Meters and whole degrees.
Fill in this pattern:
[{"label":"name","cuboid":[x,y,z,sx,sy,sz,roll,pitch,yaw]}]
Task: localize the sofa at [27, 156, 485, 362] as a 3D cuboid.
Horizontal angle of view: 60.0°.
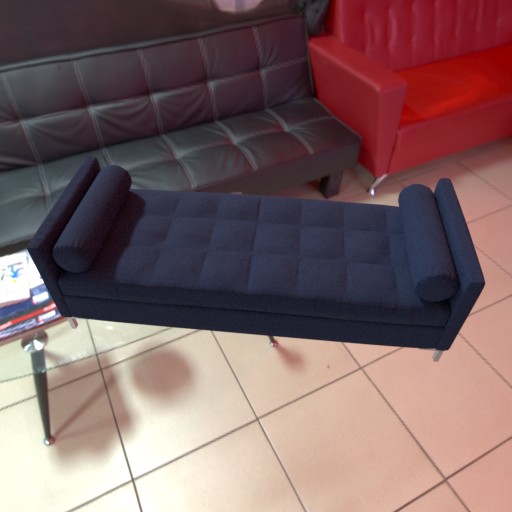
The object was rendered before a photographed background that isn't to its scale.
[{"label":"sofa","cuboid":[0.000,0.000,2.469,2.102,0.657,0.797,4,46,4]}]
